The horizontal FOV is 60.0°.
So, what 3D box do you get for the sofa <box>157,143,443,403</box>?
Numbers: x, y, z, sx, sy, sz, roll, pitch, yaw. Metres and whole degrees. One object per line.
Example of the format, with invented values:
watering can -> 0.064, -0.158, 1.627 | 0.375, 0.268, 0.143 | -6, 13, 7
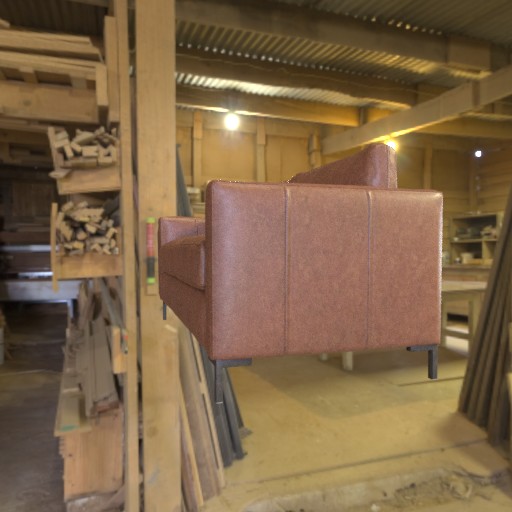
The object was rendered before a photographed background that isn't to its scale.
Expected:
sofa -> 0.000, 0.000, 2.301 | 0.899, 0.883, 1.797 | 0, 1, -18
